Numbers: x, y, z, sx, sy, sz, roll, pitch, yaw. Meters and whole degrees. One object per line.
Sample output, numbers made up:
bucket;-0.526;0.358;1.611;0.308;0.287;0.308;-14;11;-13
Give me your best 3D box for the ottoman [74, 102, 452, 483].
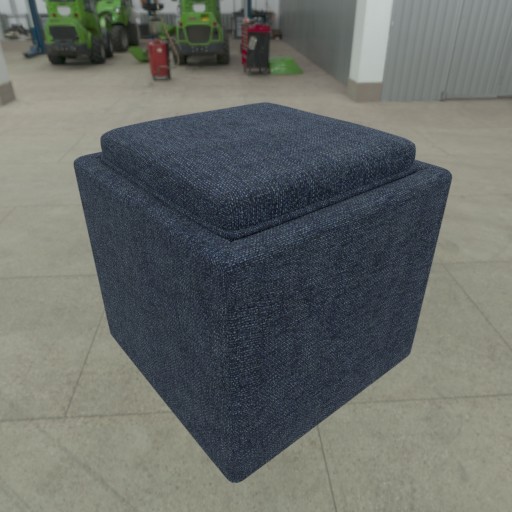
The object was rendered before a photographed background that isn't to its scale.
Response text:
ottoman;0.000;0.000;0.808;0.450;0.460;0.450;-23;37;-33
